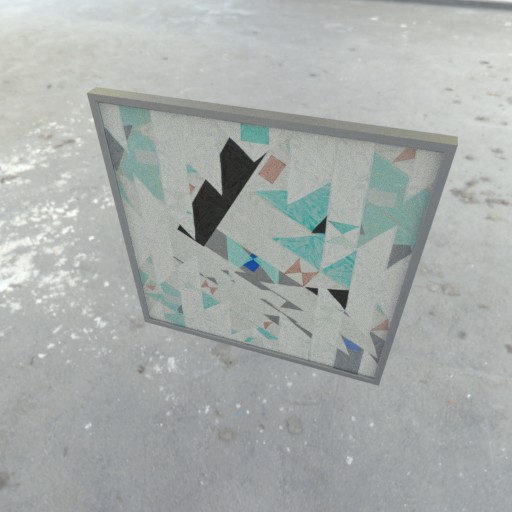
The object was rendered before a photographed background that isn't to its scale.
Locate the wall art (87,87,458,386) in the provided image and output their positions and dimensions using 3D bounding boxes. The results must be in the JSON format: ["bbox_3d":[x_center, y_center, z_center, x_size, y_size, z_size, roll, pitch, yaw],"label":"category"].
[{"bbox_3d":[0.000,0.000,1.203,0.806,0.806,0.038,12,43,14],"label":"wall art"}]
